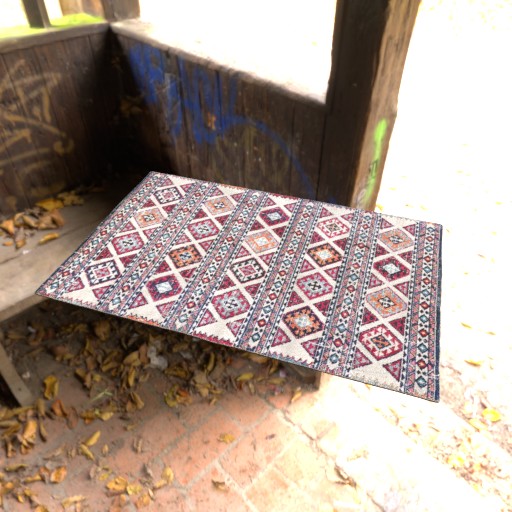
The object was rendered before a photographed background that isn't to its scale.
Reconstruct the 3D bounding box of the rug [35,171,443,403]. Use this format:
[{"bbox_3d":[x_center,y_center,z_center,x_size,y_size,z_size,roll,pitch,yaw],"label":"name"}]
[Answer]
[{"bbox_3d":[0.000,0.000,3.041,2.440,0.010,1.545,12,43,13],"label":"rug"}]
